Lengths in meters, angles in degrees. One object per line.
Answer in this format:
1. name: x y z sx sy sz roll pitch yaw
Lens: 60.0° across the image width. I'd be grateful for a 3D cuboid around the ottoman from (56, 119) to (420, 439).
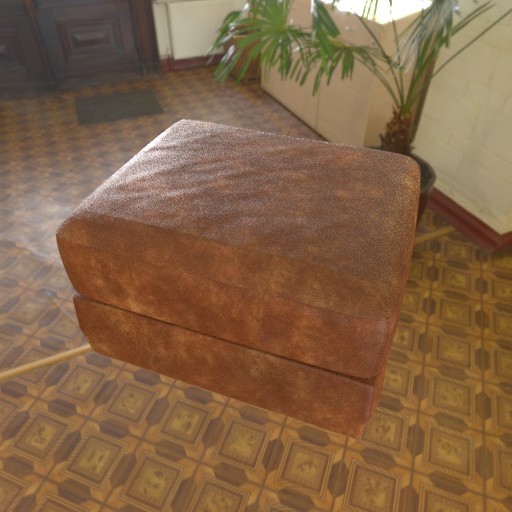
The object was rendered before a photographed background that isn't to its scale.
1. ottoman: 0.000 0.000 1.155 0.751 0.476 0.603 14 43 15
